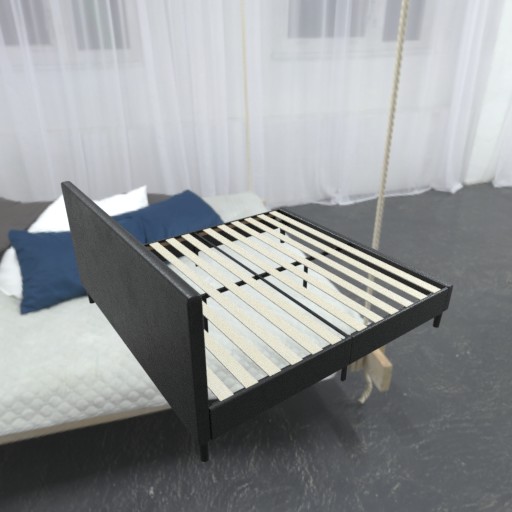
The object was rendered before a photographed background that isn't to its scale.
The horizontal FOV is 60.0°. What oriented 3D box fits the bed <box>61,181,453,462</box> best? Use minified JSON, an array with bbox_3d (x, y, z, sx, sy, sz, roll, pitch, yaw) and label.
[{"bbox_3d":[0.000,0.000,3.371,2.152,1.046,2.018,-18,32,-31],"label":"bed"}]
